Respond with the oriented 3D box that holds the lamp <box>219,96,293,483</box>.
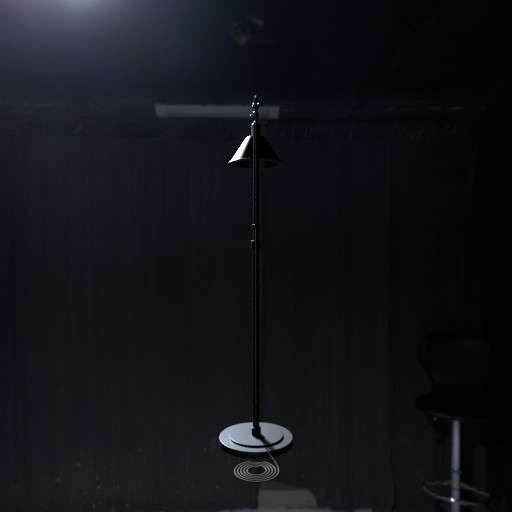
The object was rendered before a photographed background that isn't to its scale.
[{"bbox_3d":[0.000,0.000,1.986,0.319,1.626,0.904,0,0,0],"label":"lamp"}]
